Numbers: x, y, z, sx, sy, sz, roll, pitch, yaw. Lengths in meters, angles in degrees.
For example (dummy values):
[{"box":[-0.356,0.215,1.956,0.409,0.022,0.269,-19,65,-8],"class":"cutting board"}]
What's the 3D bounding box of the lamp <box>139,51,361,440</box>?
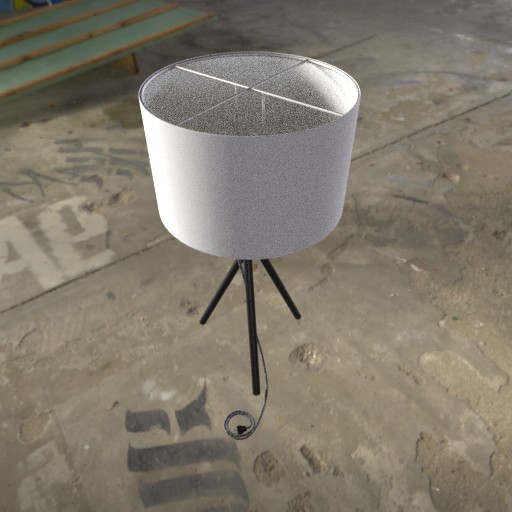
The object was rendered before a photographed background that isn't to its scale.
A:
[{"box":[0.000,0.000,0.915,0.353,0.674,0.422,-11,43,-12],"class":"lamp"}]
